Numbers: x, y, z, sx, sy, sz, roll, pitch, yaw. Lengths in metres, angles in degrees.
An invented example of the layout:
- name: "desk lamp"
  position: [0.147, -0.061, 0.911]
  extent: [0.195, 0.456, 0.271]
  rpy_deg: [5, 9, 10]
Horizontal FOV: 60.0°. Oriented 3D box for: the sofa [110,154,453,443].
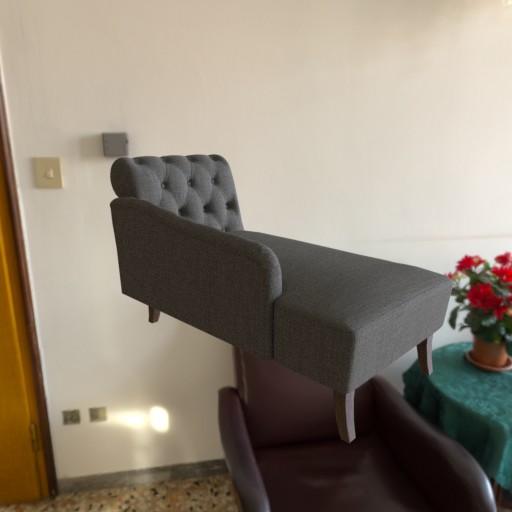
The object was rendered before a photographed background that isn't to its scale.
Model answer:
- name: "sofa"
  position: [0.000, 0.000, 1.844]
  extent: [1.379, 0.787, 0.675]
  rpy_deg: [14, 20, 43]
